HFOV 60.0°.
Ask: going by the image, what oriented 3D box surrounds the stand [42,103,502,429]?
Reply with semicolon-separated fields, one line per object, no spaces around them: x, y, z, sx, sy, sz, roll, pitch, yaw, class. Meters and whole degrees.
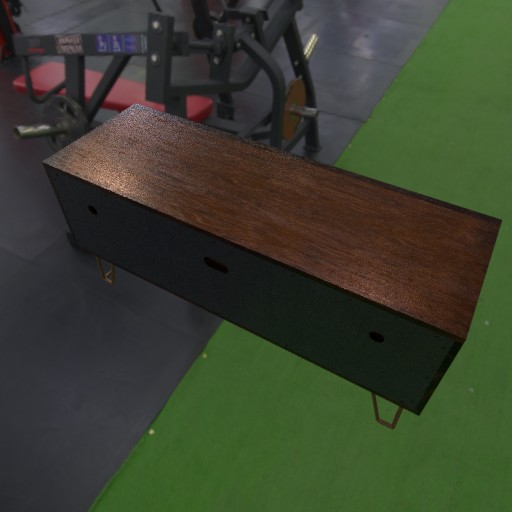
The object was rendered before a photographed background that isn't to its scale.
0.000;0.000;1.597;1.372;0.610;0.481;23;50;20;stand
